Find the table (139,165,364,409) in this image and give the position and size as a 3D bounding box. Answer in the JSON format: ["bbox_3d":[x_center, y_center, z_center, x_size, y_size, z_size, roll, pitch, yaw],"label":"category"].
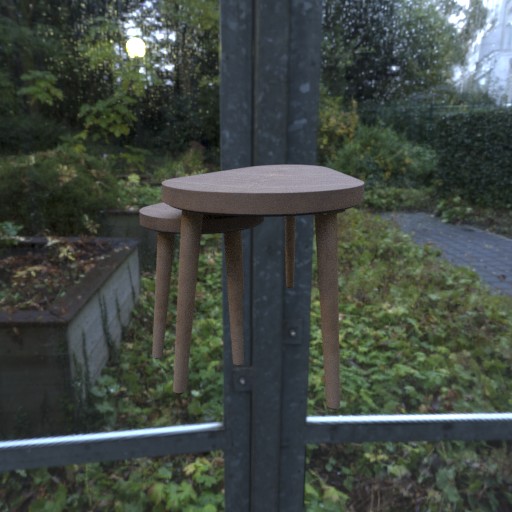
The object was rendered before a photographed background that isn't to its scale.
[{"bbox_3d":[0.000,0.000,1.616,0.701,0.595,1.190,3,15,10],"label":"table"}]
